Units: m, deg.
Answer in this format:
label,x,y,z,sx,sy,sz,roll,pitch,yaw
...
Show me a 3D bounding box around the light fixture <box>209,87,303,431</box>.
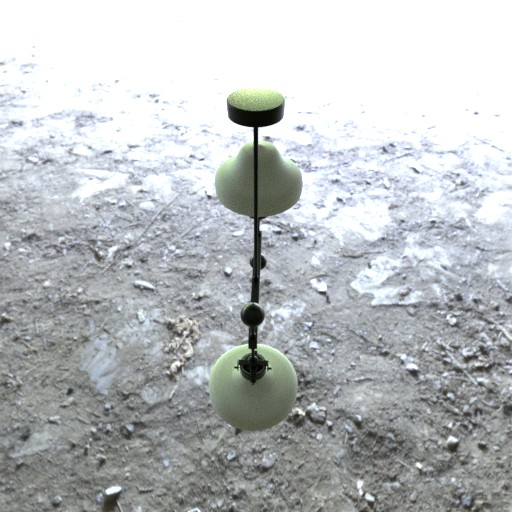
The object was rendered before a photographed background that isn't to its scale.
label,x,y,z,sx,sy,sz,roll,pitch,yaw
light fixture,0.000,0.000,1.023,0.422,0.743,0.489,-25,48,-25
